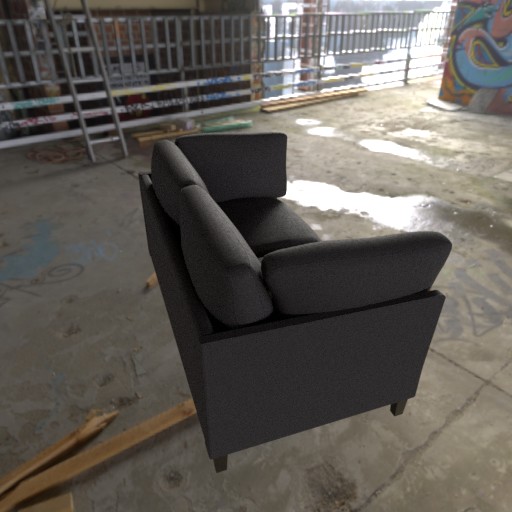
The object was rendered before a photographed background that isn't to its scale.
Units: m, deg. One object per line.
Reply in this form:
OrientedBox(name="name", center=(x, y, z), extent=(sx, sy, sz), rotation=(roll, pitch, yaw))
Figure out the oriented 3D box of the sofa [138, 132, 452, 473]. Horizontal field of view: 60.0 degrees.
OrientedBox(name="sofa", center=(0.000, 0.000, 2.333), extent=(0.969, 0.920, 1.751), rotation=(-10, 32, -17))
